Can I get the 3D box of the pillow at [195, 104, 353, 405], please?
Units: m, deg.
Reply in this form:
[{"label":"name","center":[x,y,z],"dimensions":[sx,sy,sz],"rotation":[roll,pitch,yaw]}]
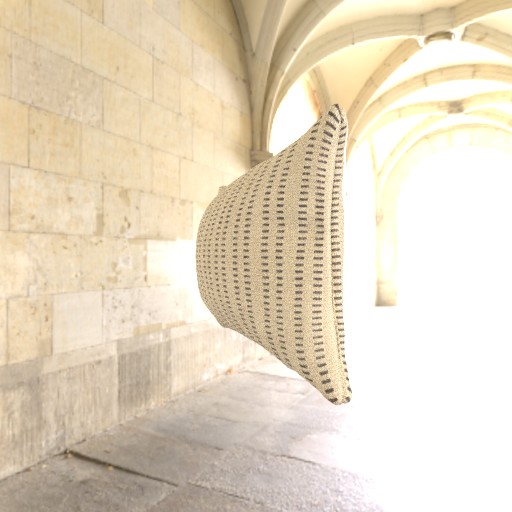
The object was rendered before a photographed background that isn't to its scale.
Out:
[{"label":"pillow","center":[0.000,0.000,0.812],"dimensions":[0.210,0.353,0.640],"rotation":[0,0,-17]}]
